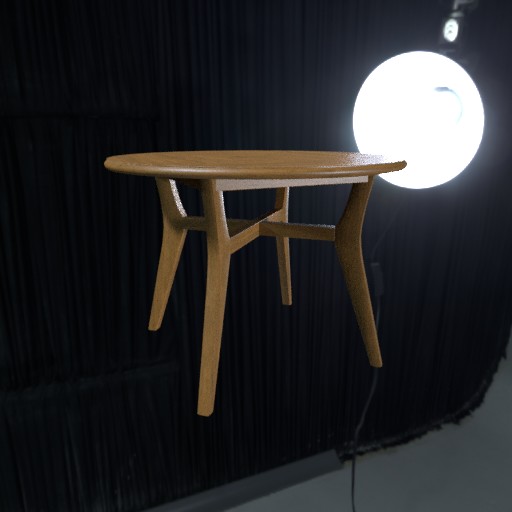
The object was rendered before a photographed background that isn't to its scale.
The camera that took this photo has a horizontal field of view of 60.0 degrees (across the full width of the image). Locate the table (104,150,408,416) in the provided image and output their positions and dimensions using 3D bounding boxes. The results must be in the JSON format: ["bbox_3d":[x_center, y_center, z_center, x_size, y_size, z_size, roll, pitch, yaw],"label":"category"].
[{"bbox_3d":[0.000,0.000,1.721,1.055,0.757,1.055,0,16,0],"label":"table"}]
